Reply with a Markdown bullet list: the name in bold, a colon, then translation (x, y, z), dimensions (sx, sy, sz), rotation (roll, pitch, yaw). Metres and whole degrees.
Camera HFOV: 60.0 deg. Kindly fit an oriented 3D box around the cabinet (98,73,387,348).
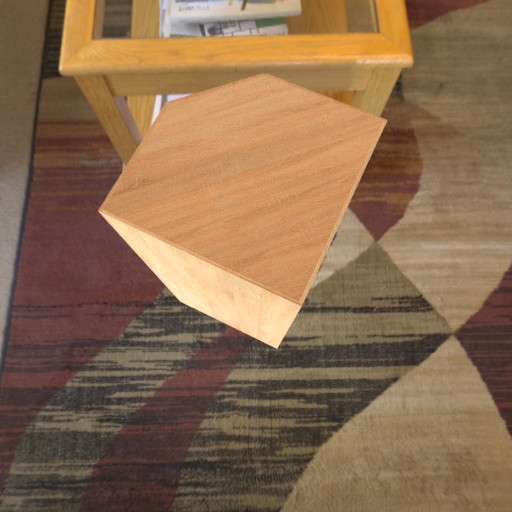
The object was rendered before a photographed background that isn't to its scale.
- **cabinet**: translation (0.000, 0.000, 2.913), dimensions (1.327, 2.120, 1.094), rotation (-18, 75, -5)
